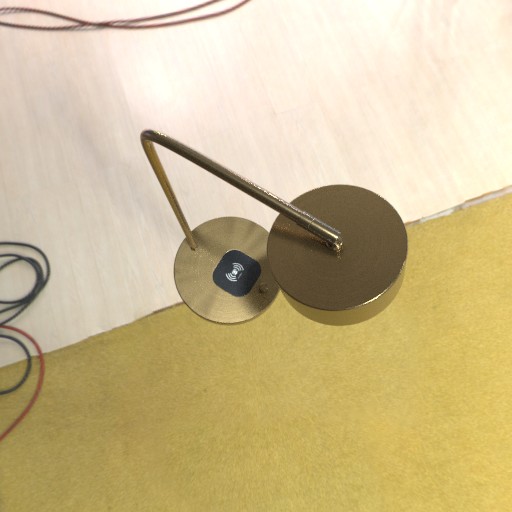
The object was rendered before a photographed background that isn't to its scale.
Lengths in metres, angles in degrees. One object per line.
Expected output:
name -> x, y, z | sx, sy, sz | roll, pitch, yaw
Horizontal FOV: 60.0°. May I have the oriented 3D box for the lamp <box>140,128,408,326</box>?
lamp -> 0.000, 0.000, 0.519 | 0.270, 0.380, 0.171 | 31, 77, 8
